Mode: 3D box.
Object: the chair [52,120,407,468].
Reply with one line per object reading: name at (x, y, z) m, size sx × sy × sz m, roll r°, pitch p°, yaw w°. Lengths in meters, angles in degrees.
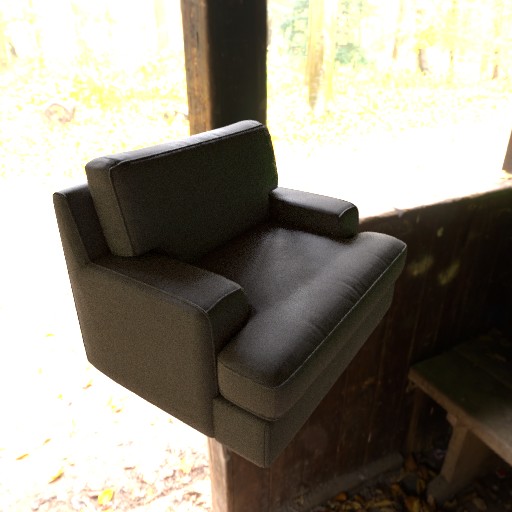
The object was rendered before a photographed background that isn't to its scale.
chair at (0.000, 0.000, 1.962) m, size 1.043 × 0.974 × 1.270 m, roll 17°, pitch 31°, yaw 30°
